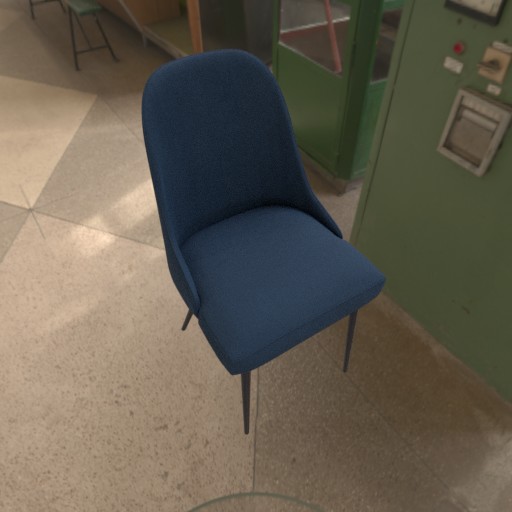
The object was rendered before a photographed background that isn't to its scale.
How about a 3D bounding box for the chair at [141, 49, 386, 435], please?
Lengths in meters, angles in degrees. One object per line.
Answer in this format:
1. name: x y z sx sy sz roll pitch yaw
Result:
1. chair: 0.000 0.000 1.215 0.478 0.896 0.559 -25 51 -22
